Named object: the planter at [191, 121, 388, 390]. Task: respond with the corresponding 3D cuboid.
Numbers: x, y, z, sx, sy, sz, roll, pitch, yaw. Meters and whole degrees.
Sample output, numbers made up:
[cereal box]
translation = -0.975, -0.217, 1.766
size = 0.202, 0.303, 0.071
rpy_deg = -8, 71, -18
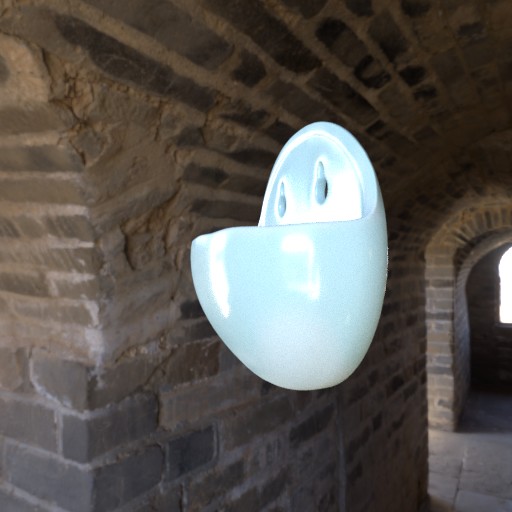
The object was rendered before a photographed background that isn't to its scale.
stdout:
[planter]
translation = 0.000, 0.000, 0.276
size = 0.073, 0.164, 0.189
rpy_deg = 1, -2, -17
